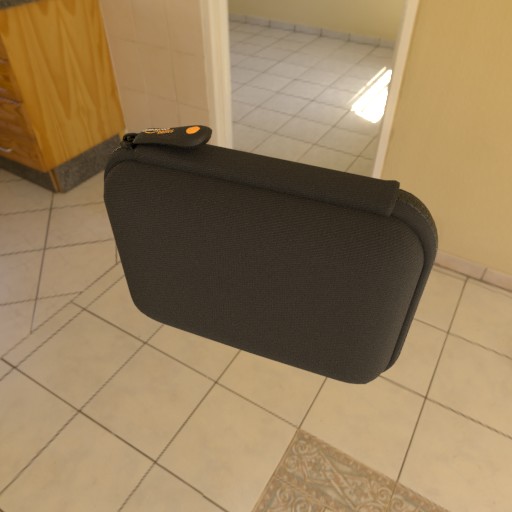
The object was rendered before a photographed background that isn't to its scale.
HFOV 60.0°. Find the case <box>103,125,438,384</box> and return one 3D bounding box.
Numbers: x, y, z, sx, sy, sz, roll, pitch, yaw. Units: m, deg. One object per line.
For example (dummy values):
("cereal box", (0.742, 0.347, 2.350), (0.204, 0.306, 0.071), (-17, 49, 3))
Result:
("case", (0.000, 0.000, 0.184), (0.132, 0.105, 0.038), (15, 44, 15))
